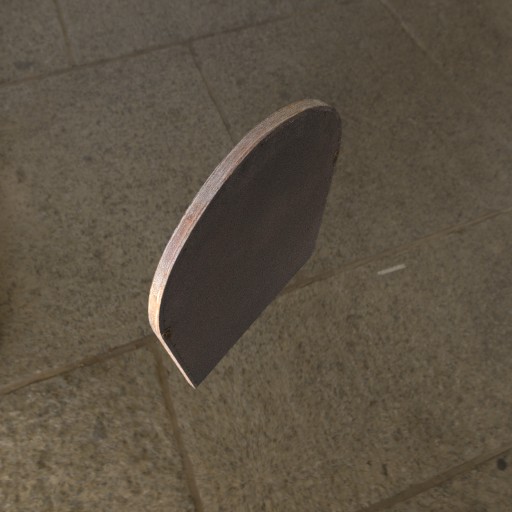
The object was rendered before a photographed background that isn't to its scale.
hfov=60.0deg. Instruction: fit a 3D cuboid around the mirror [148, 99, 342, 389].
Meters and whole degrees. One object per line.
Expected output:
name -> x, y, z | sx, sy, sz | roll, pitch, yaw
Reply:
mirror -> 0.000, 0.000, 1.181 | 0.032, 0.920, 0.660 | 36, 69, 17
